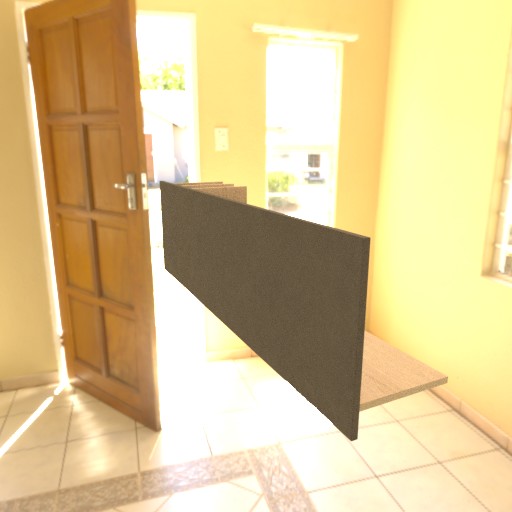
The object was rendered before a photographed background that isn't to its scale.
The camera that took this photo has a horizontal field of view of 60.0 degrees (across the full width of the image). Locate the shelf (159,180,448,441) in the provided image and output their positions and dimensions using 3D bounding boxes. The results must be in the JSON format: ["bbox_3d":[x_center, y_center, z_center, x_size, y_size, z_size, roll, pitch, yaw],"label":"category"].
[{"bbox_3d":[0.000,0.000,1.088,0.200,0.300,1.020,-7,16,-26],"label":"shelf"}]
